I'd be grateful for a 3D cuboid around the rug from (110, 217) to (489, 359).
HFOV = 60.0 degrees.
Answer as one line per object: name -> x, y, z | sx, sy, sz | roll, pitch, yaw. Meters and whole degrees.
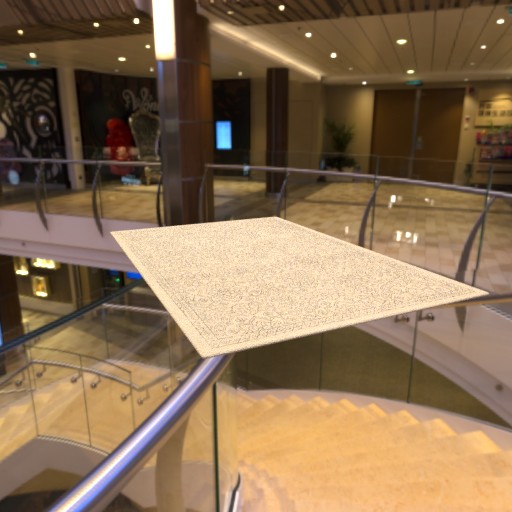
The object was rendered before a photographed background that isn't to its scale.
rug -> 0.000, 0.000, 2.327 | 1.219, 0.010, 1.829 | -7, 17, -25
